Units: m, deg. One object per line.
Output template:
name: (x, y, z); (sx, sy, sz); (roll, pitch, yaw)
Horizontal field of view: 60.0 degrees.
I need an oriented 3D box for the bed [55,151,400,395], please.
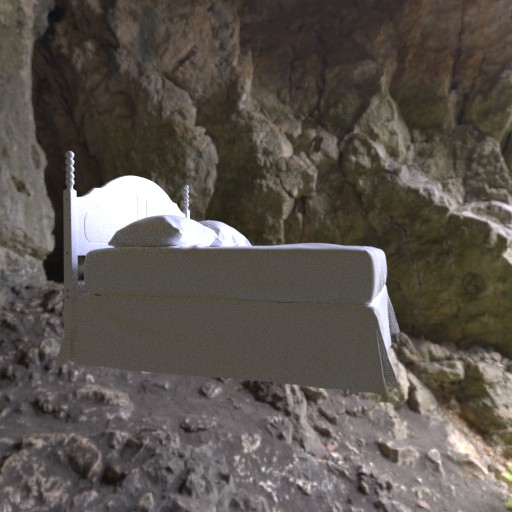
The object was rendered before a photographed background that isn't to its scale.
bed: (0.000, 0.000, 3.292); (2.040, 1.356, 1.873); (0, 1, 18)
